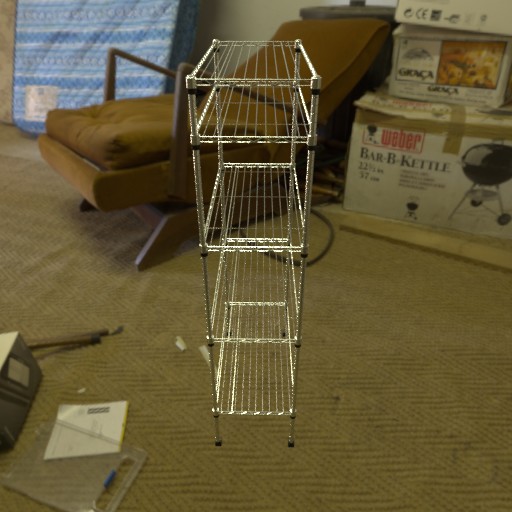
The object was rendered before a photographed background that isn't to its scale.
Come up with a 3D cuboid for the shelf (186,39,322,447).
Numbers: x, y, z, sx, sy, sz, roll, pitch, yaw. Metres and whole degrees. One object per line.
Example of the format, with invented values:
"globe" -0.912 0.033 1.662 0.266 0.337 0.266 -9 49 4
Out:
"shelf" 0.000 0.000 1.891 0.356 1.587 0.762 0 33 1
